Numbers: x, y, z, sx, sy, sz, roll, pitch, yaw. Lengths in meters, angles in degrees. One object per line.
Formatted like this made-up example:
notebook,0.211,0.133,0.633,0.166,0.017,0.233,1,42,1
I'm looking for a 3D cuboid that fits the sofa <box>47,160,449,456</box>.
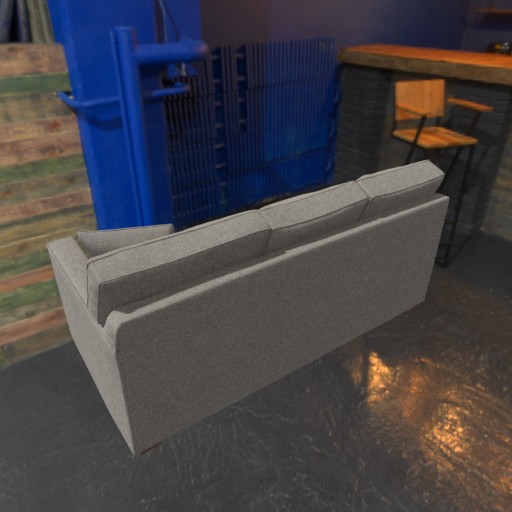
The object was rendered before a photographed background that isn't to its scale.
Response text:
sofa,0.000,0.000,2.494,1.963,0.946,1.034,-19,35,-30
